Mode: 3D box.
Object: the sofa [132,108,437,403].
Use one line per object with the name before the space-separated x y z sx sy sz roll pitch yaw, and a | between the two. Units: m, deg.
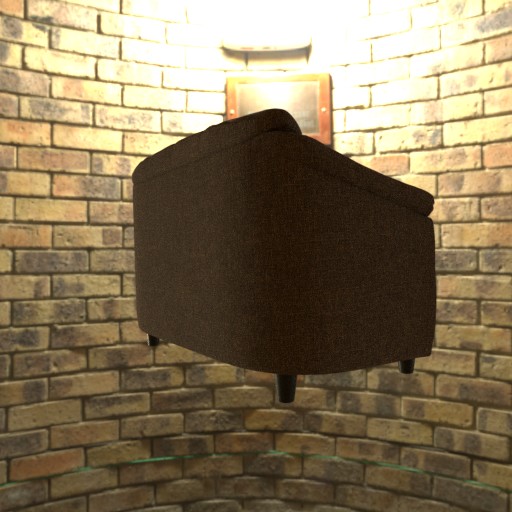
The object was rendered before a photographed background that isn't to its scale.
sofa | 0.000 0.000 1.940 0.799 0.895 1.404 0 0 -35
